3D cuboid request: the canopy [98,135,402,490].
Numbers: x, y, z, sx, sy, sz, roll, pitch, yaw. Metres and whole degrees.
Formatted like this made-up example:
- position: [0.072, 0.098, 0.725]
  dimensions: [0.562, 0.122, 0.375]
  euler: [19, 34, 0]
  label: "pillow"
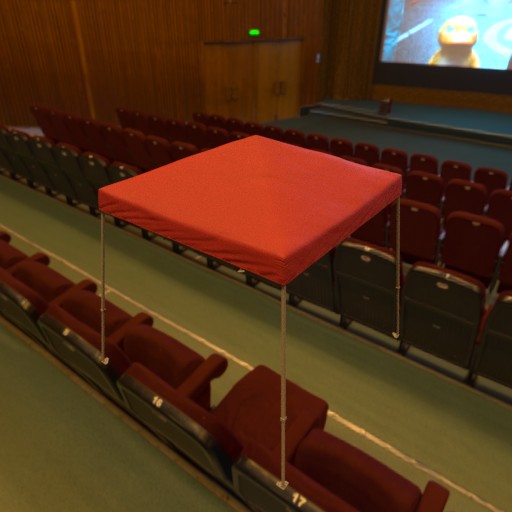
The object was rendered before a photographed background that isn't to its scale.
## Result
- position: [0.000, 0.000, 6.622]
  dimensions: [3.600, 3.600, 3.599]
  euler: [21, 36, 32]
  label: "canopy"
